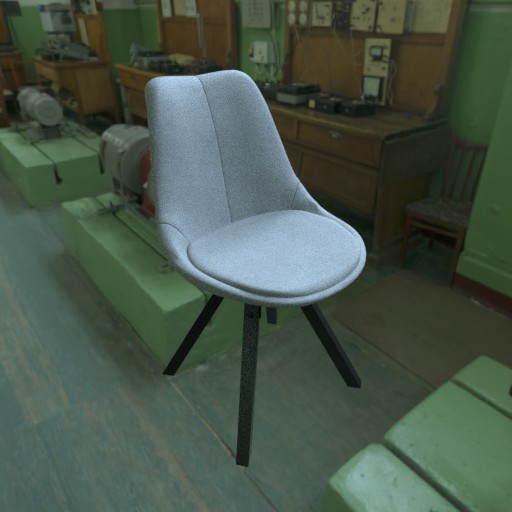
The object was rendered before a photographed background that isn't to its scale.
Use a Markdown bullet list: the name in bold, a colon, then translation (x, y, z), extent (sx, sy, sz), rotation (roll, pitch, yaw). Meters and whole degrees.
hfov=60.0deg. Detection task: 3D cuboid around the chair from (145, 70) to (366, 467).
- **chair**: translation (0.000, 0.000, 1.169), extent (0.485, 0.850, 0.550), rotation (-21, 36, -33)
